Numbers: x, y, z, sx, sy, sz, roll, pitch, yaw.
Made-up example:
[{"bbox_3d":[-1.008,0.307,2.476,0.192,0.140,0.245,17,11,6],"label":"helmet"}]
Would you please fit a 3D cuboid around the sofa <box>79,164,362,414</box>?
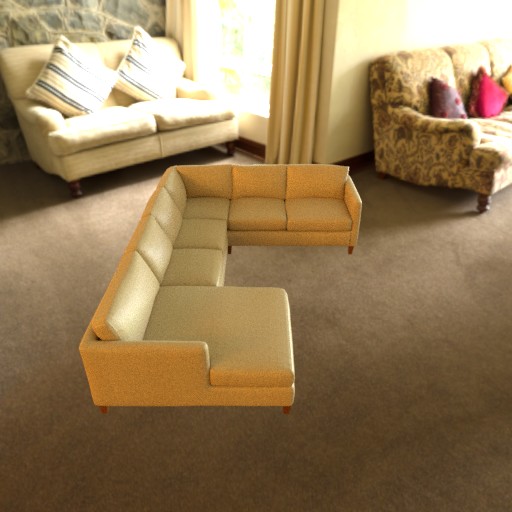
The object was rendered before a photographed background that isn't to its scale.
[{"bbox_3d":[0.000,0.000,4.764,2.594,0.961,3.460,0,32,0],"label":"sofa"}]
